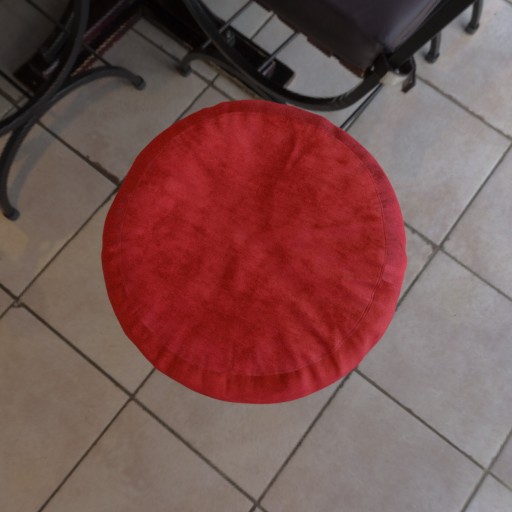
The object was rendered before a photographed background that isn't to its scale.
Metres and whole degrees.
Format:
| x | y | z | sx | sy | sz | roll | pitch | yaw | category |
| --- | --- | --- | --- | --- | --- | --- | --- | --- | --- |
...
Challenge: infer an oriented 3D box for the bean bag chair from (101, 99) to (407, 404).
| x | y | z | sx | sy | sz | roll | pitch | yaw | category |
| --- | --- | --- | --- | --- | --- | --- | --- | --- | --- |
| 0.000 | 0.000 | 1.940 | 1.219 | 0.762 | 1.219 | 0 | 77 | 0 | bean bag chair |
